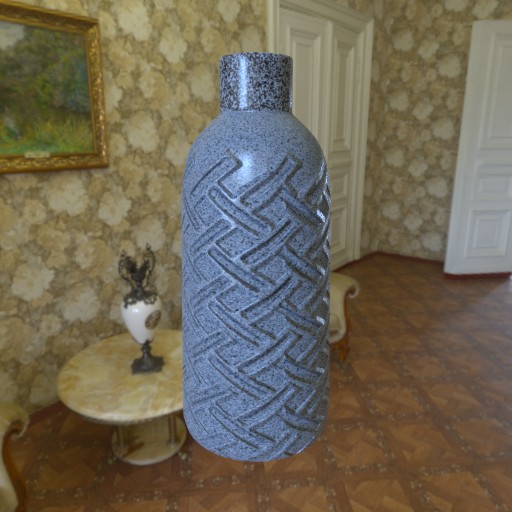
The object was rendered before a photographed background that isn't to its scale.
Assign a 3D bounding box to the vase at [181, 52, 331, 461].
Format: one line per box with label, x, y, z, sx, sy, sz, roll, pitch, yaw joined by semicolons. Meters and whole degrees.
vase;0.000;0.000;0.343;0.122;0.282;0.122;0;15;0
